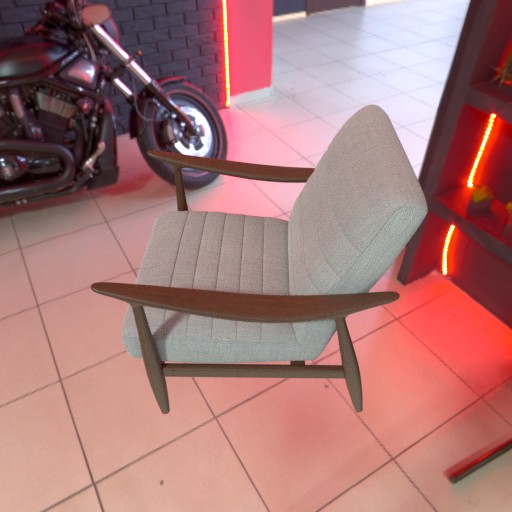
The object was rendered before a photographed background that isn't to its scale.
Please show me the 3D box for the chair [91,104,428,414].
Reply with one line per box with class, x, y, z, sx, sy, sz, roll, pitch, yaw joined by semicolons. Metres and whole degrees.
chair;0.000;0.000;1.453;0.798;0.832;0.741;1;42;1
